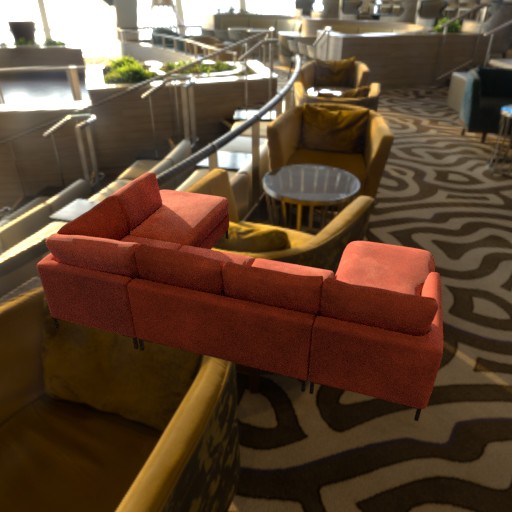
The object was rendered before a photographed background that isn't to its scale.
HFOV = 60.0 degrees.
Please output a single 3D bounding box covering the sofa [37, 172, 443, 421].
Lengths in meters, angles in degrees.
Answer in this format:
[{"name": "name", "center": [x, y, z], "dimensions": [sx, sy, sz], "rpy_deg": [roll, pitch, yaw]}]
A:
[{"name": "sofa", "center": [0.000, 0.000, 3.845], "dimensions": [2.971, 0.858, 1.981], "rpy_deg": [10, 32, 16]}]
